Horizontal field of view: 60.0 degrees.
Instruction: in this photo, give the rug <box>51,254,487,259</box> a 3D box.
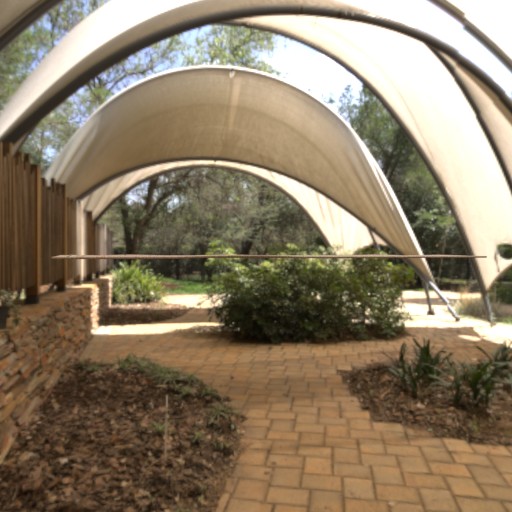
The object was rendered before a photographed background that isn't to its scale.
[{"bbox_3d":[0.000,0.000,2.321,1.829,0.013,1.220,0,0,-19],"label":"rug"}]
